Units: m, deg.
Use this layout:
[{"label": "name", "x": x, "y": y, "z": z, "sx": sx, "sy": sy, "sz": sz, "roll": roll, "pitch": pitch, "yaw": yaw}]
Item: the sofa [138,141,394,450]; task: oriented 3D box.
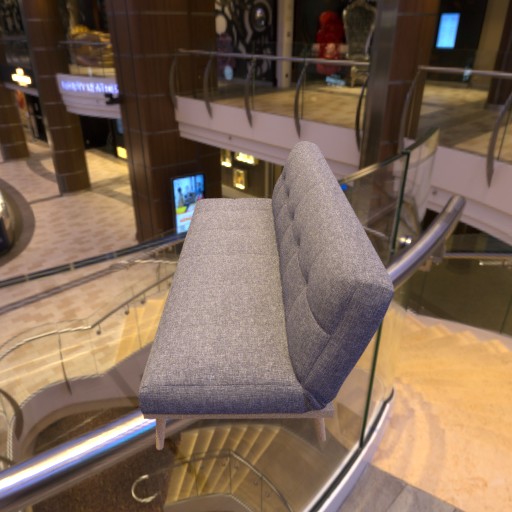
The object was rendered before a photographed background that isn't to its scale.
[{"label": "sofa", "x": 0.000, "y": 0.000, "z": 2.252, "sx": 0.820, "sy": 0.770, "sz": 1.820, "roll": 0, "pitch": 28, "yaw": 0}]
